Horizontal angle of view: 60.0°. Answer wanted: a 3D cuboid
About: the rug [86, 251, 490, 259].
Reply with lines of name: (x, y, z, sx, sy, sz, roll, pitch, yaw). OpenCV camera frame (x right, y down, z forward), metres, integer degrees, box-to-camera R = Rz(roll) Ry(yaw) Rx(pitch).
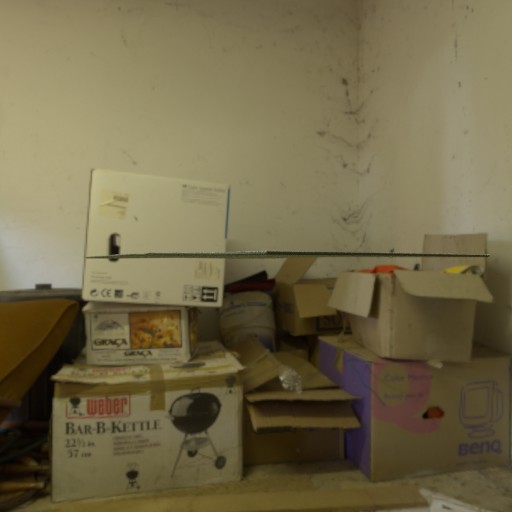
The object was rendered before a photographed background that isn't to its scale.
rug: (0.000, 0.000, 5.219, 2.802, 0.052, 4.078, 0, -1, -36)
